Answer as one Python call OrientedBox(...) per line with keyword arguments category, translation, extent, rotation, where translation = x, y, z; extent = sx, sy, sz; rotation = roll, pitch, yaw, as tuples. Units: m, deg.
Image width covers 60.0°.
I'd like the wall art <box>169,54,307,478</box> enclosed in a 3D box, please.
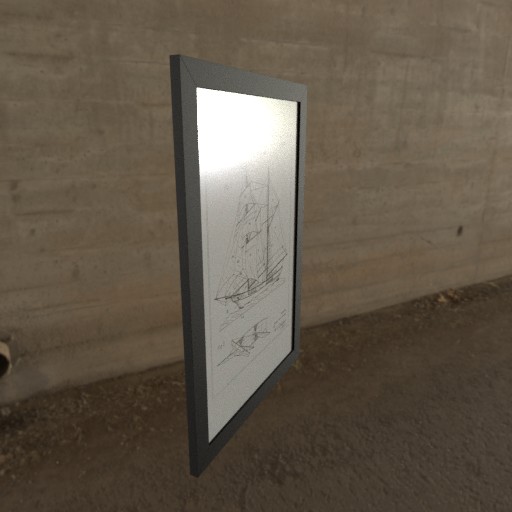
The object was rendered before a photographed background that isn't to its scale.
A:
OrientedBox(category="wall art", translation=(0.000, 0.000, 0.601), extent=(0.011, 0.459, 0.326), rotation=(8, 18, 26))
